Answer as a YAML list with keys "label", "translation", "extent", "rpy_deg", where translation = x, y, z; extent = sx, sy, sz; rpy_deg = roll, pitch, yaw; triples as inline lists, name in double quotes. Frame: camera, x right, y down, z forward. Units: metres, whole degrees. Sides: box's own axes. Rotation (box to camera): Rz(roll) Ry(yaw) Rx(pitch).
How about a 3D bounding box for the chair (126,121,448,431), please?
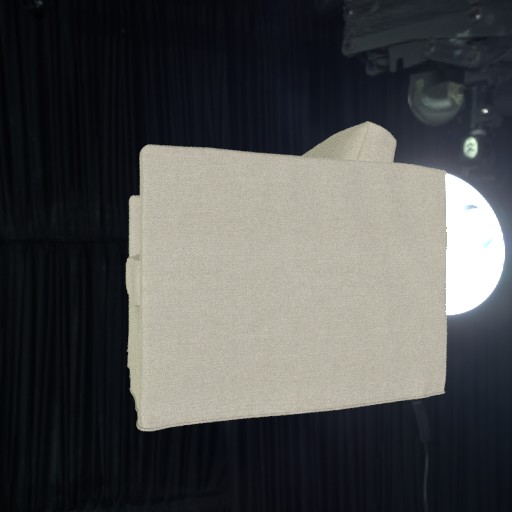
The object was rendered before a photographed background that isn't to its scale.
- label: "chair"
  translation: [0.000, 0.000, 1.712]
  extent: [0.949, 0.867, 1.057]
  rpy_deg: [0, 0, -18]
